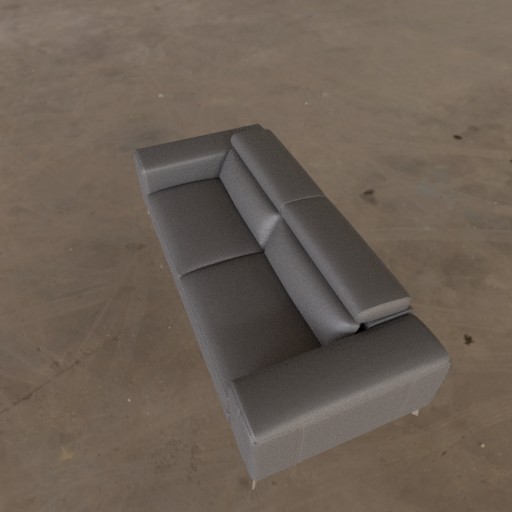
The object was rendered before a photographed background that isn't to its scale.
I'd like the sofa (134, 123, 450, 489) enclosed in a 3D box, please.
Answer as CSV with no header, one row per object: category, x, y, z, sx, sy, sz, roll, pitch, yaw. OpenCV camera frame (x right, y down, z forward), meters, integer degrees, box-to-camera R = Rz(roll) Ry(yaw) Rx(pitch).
sofa,0.000,0.000,2.767,1.023,0.759,2.321,-17,48,-16
